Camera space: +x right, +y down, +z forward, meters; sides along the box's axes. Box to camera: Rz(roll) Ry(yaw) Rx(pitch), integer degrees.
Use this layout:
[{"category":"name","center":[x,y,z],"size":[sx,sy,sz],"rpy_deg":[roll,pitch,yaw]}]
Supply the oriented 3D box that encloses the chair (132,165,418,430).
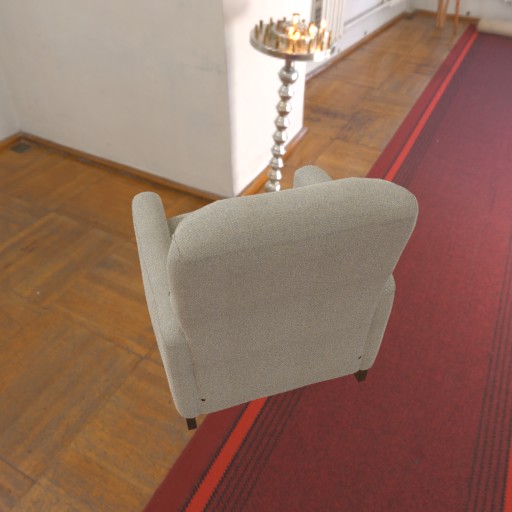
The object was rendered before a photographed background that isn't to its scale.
[{"category":"chair","center":[0.000,0.000,1.671],"size":[0.850,1.006,0.853],"rpy_deg":[-12,43,-13]}]
